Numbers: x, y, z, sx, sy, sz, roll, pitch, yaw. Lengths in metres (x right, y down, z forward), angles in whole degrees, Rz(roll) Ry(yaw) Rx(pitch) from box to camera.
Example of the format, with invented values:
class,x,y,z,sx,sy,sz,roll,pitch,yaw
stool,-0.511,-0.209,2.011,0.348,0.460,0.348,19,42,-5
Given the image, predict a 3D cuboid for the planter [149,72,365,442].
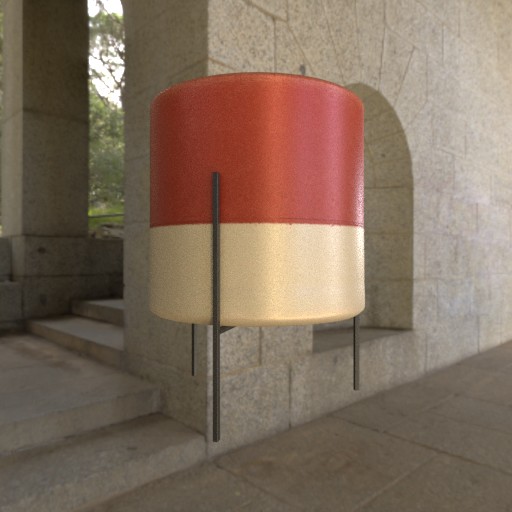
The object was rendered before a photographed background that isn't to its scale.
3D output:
class,x,y,z,sx,sy,sz,roll,pitch,yaw
planter,0.000,0.000,0.723,0.345,0.465,0.354,0,0,17
